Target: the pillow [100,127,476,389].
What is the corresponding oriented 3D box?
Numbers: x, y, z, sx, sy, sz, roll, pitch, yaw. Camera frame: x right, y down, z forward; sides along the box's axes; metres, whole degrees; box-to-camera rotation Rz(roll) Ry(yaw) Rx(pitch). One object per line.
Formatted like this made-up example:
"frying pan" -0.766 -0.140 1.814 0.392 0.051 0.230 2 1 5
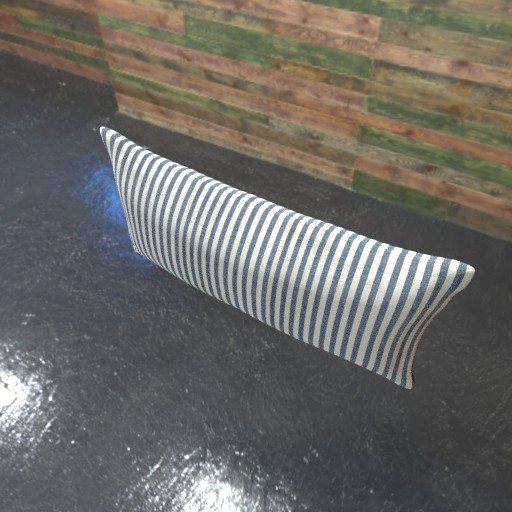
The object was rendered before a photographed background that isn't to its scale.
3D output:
"pillow" 0.000 0.000 0.741 0.617 0.295 0.151 24 51 21
